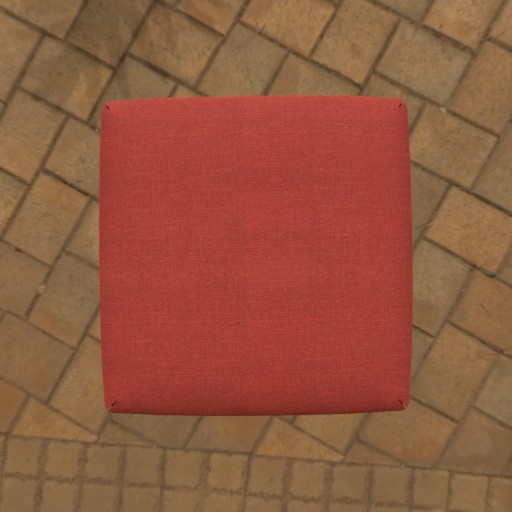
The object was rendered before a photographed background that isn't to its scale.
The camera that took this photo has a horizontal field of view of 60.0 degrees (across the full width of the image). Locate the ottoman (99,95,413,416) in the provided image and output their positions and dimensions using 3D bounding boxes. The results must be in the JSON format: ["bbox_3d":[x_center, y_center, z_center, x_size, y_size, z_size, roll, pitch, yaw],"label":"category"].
[{"bbox_3d":[0.000,0.000,0.886,0.497,0.475,0.507,0,90,0],"label":"ottoman"}]
